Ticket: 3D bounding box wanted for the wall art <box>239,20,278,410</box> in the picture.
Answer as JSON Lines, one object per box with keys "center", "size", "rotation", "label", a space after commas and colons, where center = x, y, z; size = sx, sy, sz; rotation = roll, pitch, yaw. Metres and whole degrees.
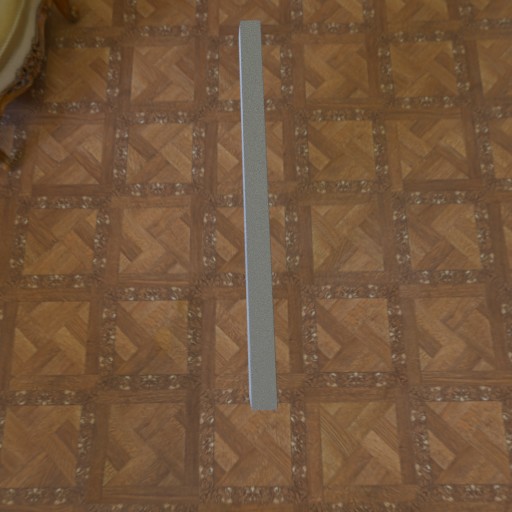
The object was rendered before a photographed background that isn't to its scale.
{"center": [0.000, 0.000, 0.761], "size": [0.029, 0.558, 0.458], "rotation": [-2, 75, -1], "label": "wall art"}
